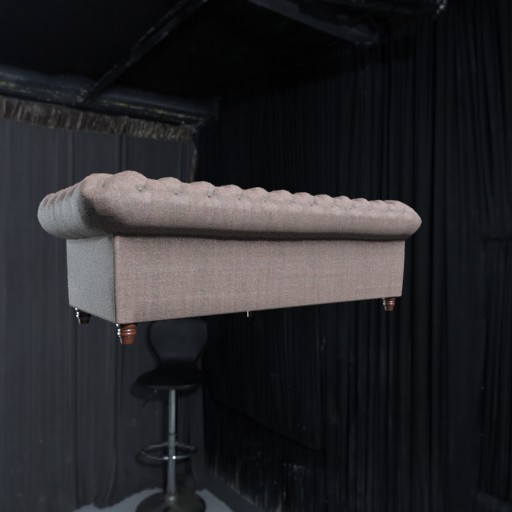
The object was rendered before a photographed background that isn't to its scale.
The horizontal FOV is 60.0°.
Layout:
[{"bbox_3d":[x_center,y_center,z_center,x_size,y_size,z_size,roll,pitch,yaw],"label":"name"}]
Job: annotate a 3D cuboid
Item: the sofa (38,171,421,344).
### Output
[{"bbox_3d":[0.000,0.000,2.824,2.385,0.787,0.944,0,1,-36],"label":"sofa"}]
